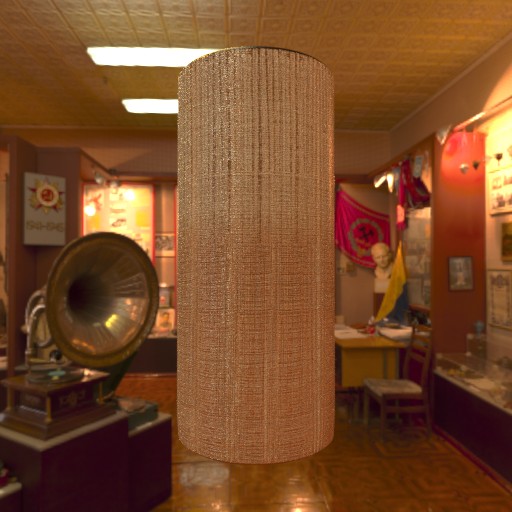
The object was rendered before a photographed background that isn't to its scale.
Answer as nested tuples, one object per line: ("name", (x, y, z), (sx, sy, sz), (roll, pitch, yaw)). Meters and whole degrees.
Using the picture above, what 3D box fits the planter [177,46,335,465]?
("planter", (0.000, 0.000, 0.287), (0.100, 0.227, 0.100), (0, -1, -2))
